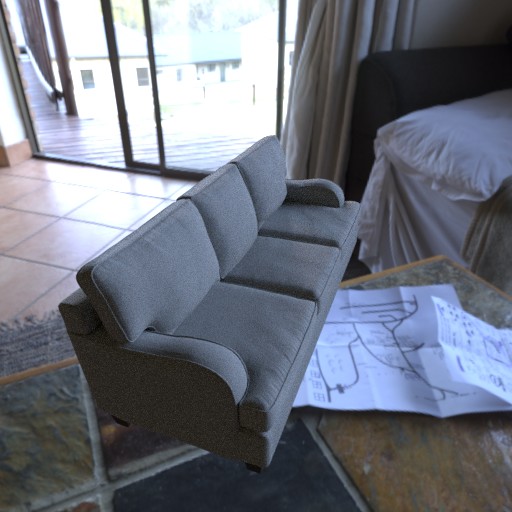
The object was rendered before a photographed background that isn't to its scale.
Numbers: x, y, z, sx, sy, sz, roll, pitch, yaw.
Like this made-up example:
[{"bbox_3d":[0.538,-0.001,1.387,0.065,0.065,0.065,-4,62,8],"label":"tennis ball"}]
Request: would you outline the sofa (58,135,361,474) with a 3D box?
[{"bbox_3d":[0.000,0.000,2.849,1.016,0.997,2.323,11,32,18],"label":"sofa"}]
